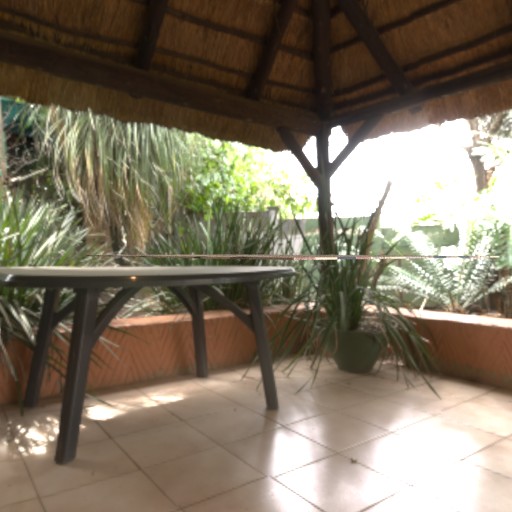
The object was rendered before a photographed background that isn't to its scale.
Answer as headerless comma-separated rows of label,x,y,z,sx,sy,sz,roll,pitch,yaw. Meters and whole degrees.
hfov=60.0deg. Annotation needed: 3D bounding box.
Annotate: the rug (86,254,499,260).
rug,0.000,0.000,2.929,1.513,0.008,2.423,0,0,-37
